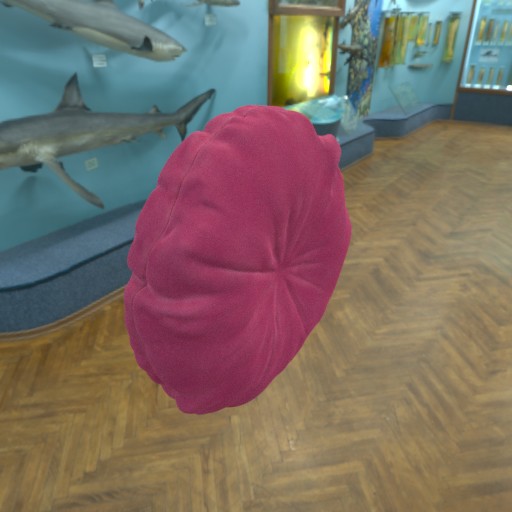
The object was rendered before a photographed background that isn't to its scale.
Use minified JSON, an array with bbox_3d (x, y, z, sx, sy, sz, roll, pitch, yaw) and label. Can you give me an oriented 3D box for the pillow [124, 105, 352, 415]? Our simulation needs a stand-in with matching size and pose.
[{"bbox_3d":[0.000,0.000,0.632,0.148,0.407,0.428,19,33,32],"label":"pillow"}]
